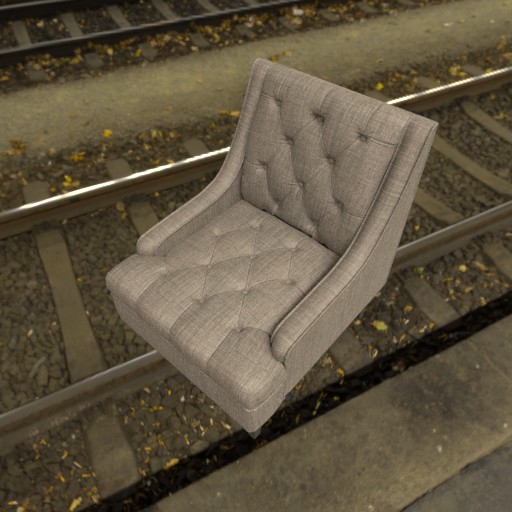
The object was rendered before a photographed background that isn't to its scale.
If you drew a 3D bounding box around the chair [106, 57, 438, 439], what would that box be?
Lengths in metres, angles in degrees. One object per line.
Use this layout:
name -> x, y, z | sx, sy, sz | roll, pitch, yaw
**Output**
chair -> 0.000, 0.000, 1.435 | 0.655, 0.891, 0.771 | 33, 55, 27
